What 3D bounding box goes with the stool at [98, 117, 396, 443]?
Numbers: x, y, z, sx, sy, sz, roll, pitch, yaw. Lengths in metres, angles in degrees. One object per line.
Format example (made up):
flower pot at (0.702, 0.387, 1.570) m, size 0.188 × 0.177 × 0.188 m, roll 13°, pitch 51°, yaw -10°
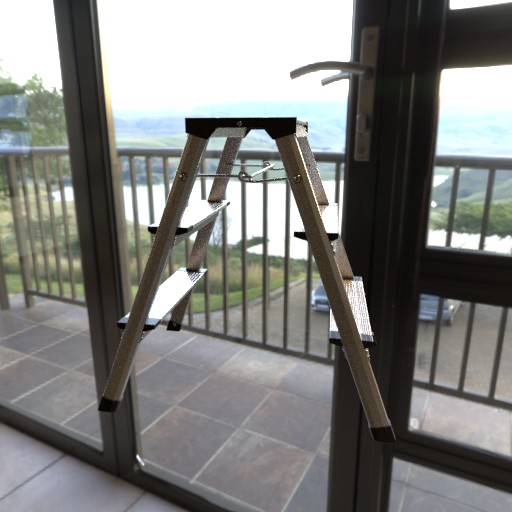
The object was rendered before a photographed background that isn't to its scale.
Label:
stool at (0.000, 0.000, 1.031) m, size 0.622 × 0.605 × 0.437 m, roll 3°, pitch 16°, yaw 9°
